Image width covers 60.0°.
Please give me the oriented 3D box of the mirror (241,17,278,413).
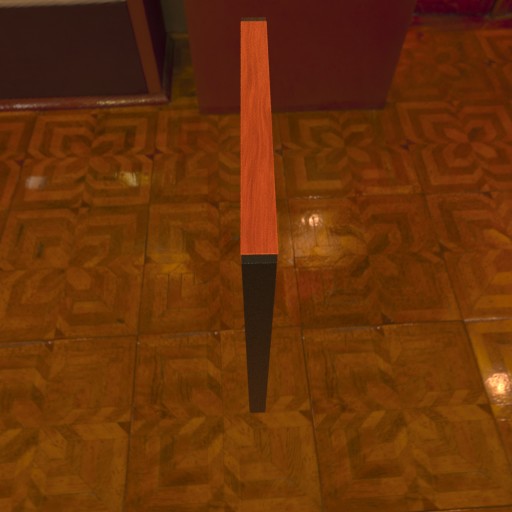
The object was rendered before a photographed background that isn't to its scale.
[{"bbox_3d":[0.000,0.000,1.028,0.047,0.823,0.525,-1,58,-1],"label":"mirror"}]
